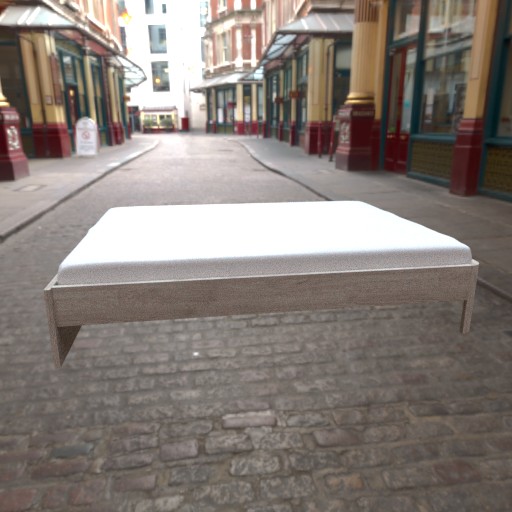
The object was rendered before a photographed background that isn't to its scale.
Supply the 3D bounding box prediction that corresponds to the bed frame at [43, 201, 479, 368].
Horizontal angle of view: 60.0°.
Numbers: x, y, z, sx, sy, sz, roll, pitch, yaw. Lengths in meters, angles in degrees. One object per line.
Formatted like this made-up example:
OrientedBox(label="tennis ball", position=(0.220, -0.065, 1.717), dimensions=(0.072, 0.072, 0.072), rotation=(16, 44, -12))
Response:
OrientedBox(label="bed frame", position=(0.000, 0.000, 2.648), dimensions=(1.950, 0.462, 1.490), rotation=(-3, 16, -9))
